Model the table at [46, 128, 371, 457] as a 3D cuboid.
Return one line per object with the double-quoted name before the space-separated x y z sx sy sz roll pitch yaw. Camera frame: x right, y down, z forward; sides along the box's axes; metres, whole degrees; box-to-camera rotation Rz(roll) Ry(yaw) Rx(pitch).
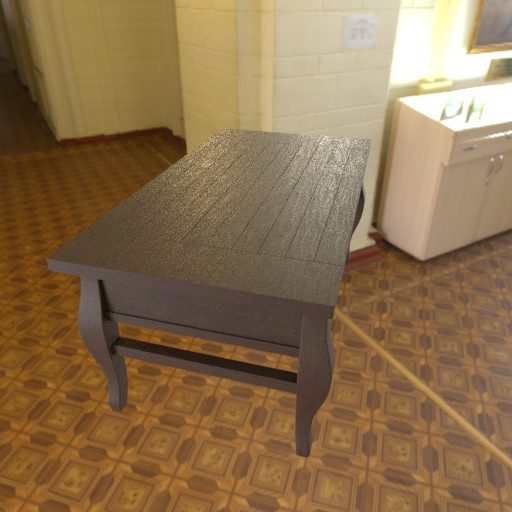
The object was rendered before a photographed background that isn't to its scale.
"table" 0.000 0.000 1.395 0.600 0.494 1.062 8 31 14
